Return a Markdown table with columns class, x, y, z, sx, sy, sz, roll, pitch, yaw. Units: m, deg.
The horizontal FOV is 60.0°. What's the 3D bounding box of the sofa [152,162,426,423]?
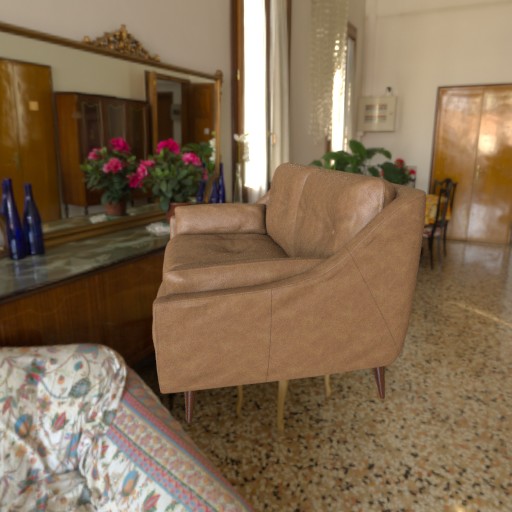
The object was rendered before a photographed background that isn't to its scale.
| class | x | y | z | sx | sy | sz | roll | pitch | yaw |
| --- | --- | --- | --- | --- | --- | --- | --- | --- | --- |
| sofa | 0.000 | 0.000 | 2.274 | 0.981 | 0.886 | 1.731 | -2 | 14 | -9 |
